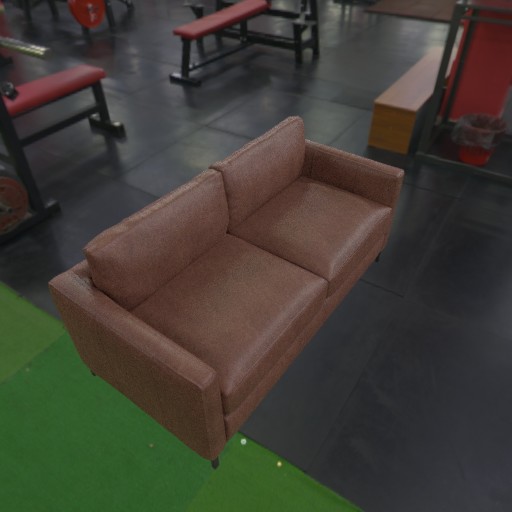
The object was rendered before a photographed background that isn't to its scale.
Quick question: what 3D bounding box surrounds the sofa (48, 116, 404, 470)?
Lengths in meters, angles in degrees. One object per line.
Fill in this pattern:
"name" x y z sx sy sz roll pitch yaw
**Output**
"sofa" 0.000 0.000 2.329 0.899 0.883 1.797 25 47 26
